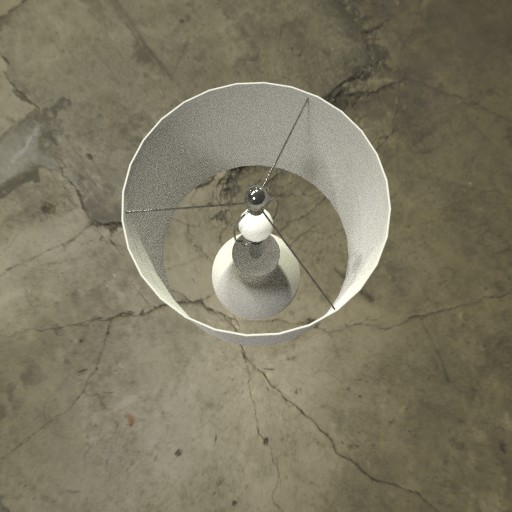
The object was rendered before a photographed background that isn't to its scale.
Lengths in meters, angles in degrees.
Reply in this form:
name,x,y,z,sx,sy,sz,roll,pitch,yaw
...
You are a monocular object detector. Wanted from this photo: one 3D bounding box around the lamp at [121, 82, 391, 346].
name,x,y,z,sx,sy,sz,roll,pitch,yaw
lamp,0.000,0.000,0.886,0.357,0.673,0.357,-34,79,-8
